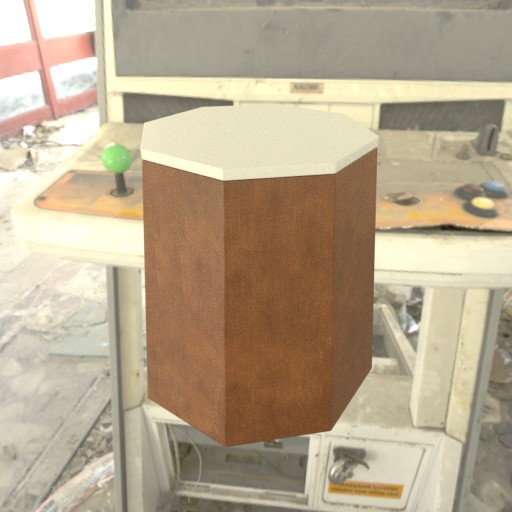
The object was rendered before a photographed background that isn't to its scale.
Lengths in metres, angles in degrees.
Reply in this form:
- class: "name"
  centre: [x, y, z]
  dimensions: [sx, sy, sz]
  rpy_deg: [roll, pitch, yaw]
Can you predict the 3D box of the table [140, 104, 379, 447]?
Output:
- class: "table"
  centre: [0.000, 0.000, 0.803]
  dimensions: [0.439, 0.457, 0.439]
  rpy_deg: [18, 35, 28]
